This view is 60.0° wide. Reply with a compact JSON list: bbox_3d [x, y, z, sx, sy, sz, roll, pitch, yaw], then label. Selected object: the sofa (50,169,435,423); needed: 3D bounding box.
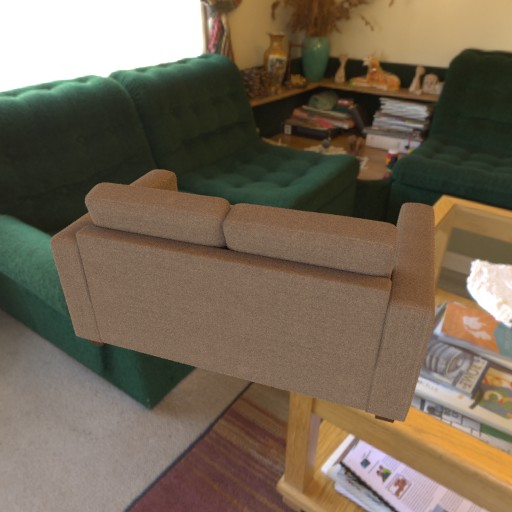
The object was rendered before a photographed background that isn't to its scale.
[{"bbox_3d":[0.000,0.000,2.057,1.520,0.800,0.900,10,33,16],"label":"sofa"}]
